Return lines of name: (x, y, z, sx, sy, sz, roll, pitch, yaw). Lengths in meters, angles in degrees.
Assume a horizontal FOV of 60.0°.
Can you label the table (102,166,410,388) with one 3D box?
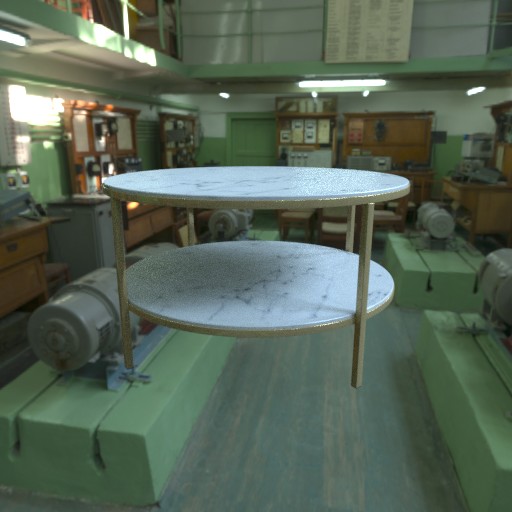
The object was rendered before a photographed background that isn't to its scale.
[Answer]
table: (0.000, 0.000, 1.270, 0.800, 0.450, 0.800, 0, 15, 0)
